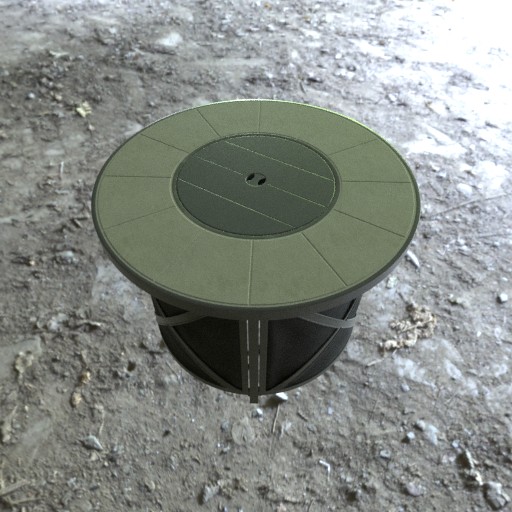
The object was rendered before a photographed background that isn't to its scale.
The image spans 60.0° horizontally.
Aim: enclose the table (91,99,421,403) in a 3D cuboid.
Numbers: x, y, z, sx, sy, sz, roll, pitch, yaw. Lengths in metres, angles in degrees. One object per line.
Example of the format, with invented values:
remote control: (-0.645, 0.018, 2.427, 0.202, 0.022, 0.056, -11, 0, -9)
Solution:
table: (0.000, 0.000, 1.507, 0.914, 0.650, 0.914, 0, 48, 0)
